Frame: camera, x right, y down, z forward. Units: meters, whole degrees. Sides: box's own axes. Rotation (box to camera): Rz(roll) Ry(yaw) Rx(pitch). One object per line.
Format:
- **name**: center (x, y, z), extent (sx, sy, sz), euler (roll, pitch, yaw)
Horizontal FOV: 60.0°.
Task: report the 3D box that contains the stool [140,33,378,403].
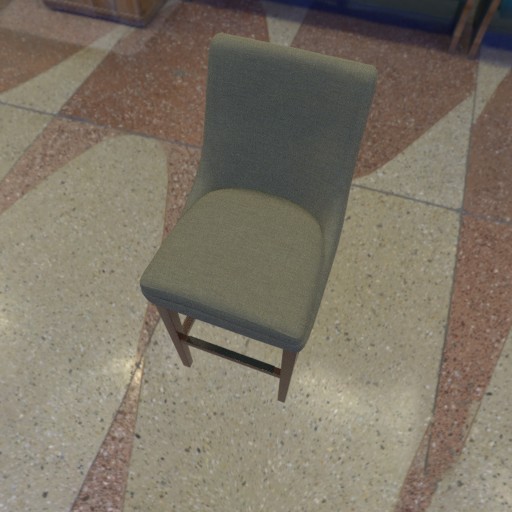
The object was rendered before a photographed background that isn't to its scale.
- **stool**: center (0.000, 0.000, 1.375), extent (0.470, 1.078, 0.577), euler (17, 59, 11)
